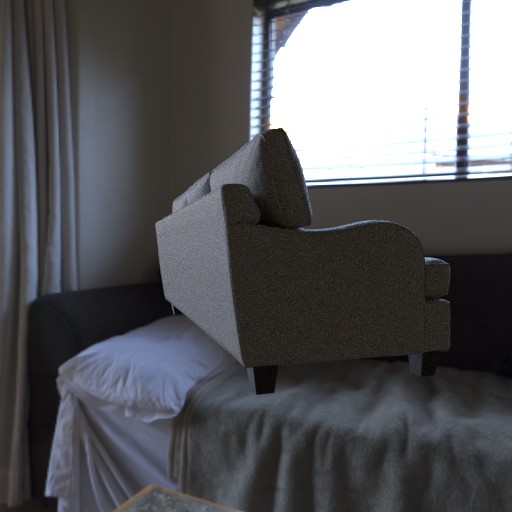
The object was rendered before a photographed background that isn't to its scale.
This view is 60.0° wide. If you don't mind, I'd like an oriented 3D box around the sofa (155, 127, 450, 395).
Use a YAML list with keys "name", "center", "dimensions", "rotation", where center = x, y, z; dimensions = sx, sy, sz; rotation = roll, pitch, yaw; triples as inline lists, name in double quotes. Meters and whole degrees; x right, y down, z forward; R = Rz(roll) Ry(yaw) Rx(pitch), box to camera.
- name: "sofa"
  center: [0.000, 0.000, 2.787]
  dimensions: [1.016, 0.997, 2.323]
  rotation: [0, 1, -18]
